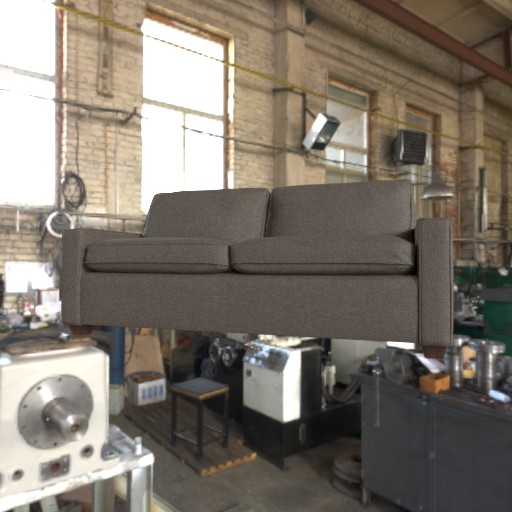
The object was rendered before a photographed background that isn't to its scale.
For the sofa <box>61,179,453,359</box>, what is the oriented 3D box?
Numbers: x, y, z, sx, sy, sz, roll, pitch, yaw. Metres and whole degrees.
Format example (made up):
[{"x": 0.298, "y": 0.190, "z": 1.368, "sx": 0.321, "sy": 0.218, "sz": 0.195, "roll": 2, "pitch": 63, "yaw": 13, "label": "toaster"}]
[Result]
[{"x": 0.000, "y": 0.000, "z": 2.609, "sx": 2.080, "sy": 0.919, "sz": 0.940, "roll": 0, "pitch": -1, "yaw": 19, "label": "sofa"}]
